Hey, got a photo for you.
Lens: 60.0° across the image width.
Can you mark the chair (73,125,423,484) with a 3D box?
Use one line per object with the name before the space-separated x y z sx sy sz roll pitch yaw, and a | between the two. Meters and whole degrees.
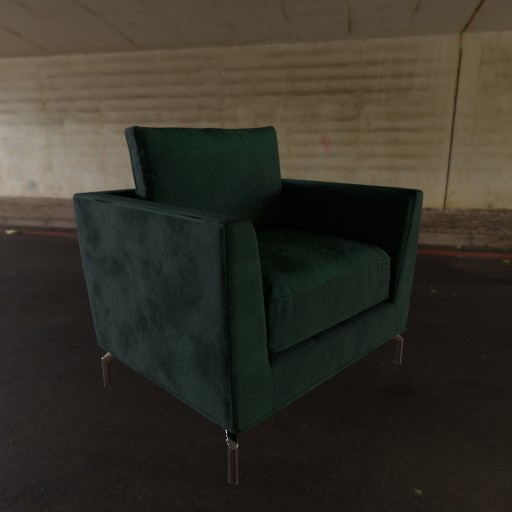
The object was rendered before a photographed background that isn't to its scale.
chair | 0.000 0.000 1.726 0.852 0.997 1.047 14 20 43
